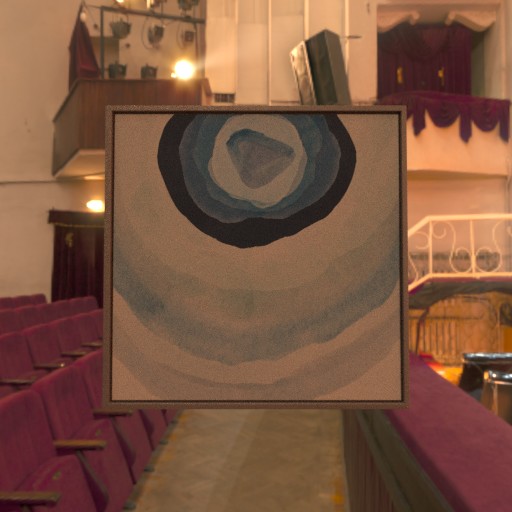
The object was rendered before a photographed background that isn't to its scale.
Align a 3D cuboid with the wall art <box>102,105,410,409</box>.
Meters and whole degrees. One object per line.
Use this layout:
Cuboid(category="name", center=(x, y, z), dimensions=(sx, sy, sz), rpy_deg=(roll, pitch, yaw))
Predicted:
Cuboid(category="wall art", center=(0.000, 0.000, 0.519), dimensions=(0.349, 0.349, 0.028), rpy_deg=(0, -2, 0))
